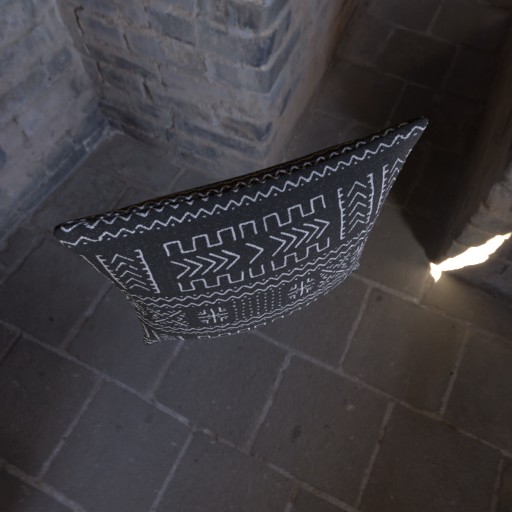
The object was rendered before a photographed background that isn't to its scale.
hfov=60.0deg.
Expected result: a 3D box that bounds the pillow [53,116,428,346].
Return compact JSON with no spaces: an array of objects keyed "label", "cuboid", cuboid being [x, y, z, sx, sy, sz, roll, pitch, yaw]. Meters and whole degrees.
[{"label":"pillow","cuboid":[0.000,0.000,0.665,0.438,0.430,0.164,-19,65,-9]}]
